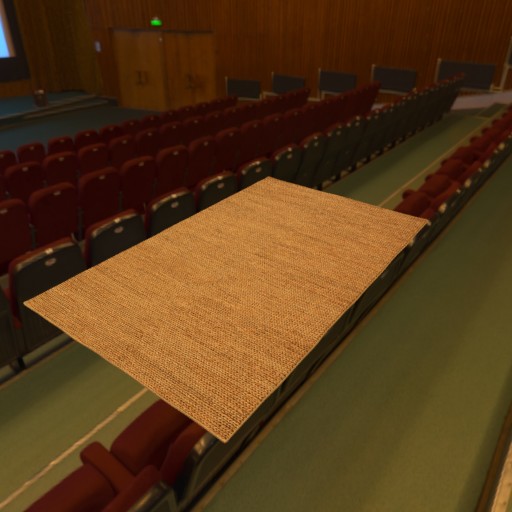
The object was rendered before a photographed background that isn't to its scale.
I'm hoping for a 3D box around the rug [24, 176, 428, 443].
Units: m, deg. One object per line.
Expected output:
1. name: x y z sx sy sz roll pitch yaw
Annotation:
1. rug: 0.000 0.000 2.989 1.521 0.034 2.438 21 37 31
